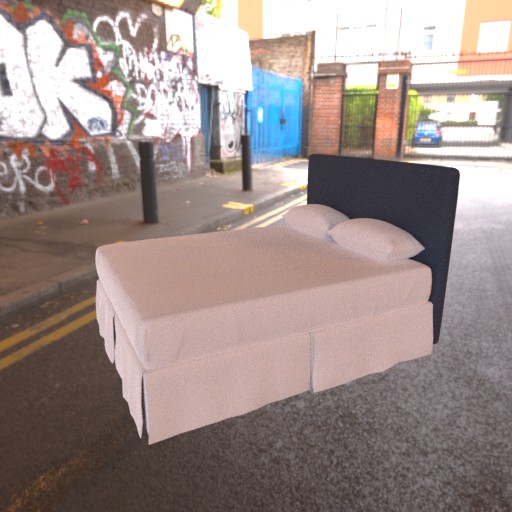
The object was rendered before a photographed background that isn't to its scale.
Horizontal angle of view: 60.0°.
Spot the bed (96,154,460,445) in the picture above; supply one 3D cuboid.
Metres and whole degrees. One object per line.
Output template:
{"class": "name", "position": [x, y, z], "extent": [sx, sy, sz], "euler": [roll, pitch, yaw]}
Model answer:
{"class": "bed", "position": [0.000, 0.000, 3.241], "extent": [2.162, 1.330, 1.713], "euler": [-8, 18, -26]}
